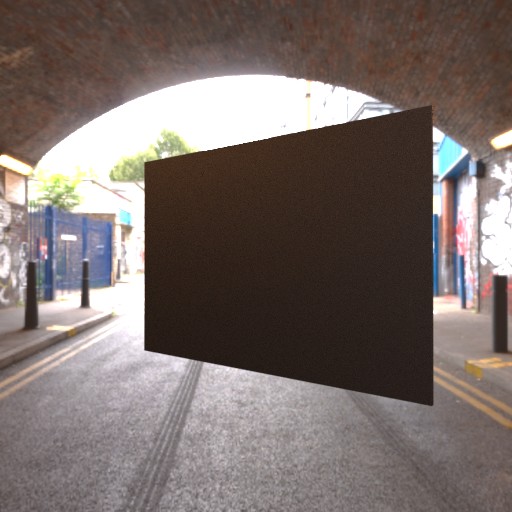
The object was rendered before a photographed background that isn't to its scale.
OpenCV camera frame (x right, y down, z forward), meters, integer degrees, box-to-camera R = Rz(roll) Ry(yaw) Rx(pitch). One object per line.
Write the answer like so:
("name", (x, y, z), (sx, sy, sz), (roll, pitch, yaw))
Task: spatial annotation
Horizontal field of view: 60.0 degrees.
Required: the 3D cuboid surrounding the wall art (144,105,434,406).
("wall art", (0.000, 0.000, 1.553), (1.192, 0.811, 0.013), (0, 0, 37))
